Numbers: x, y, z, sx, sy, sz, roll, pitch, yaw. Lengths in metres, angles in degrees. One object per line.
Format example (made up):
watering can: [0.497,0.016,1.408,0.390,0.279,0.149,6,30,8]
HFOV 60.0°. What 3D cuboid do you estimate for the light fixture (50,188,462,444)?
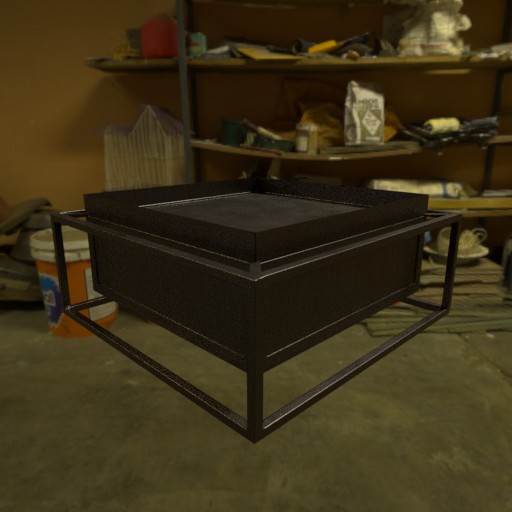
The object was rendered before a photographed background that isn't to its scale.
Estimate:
light fixture: [0.000,0.000,0.688,0.441,0.191,0.441,-15,22,-43]
